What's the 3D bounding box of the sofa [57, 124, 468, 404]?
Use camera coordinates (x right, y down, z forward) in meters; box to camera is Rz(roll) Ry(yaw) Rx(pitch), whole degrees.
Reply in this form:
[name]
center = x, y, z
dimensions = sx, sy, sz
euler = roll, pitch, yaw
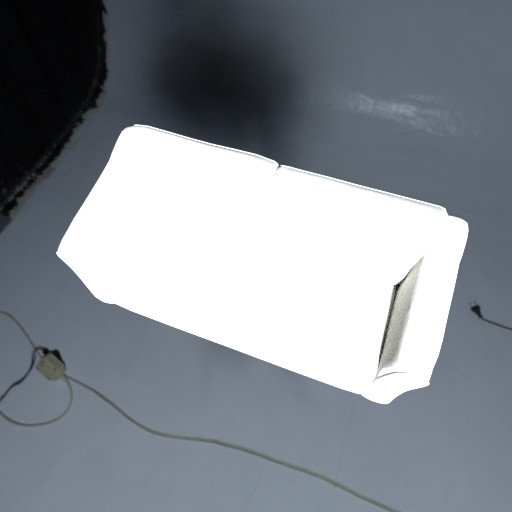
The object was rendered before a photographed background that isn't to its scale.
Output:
[sofa]
center = 0.000, 0.000, 2.746
dimensions = 2.270, 0.965, 0.980
euler = 18, 59, 11
